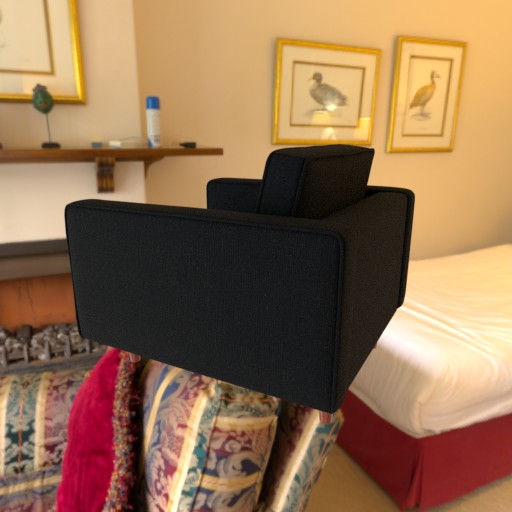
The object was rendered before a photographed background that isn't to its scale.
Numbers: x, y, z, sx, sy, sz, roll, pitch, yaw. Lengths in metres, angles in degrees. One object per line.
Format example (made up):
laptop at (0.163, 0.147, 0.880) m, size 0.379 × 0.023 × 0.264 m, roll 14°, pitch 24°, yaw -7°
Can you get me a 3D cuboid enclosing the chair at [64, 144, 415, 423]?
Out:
chair at (0.000, 0.000, 1.581) m, size 0.920 × 0.770 × 0.899 m, roll 8°, pitch 18°, yaw 27°
